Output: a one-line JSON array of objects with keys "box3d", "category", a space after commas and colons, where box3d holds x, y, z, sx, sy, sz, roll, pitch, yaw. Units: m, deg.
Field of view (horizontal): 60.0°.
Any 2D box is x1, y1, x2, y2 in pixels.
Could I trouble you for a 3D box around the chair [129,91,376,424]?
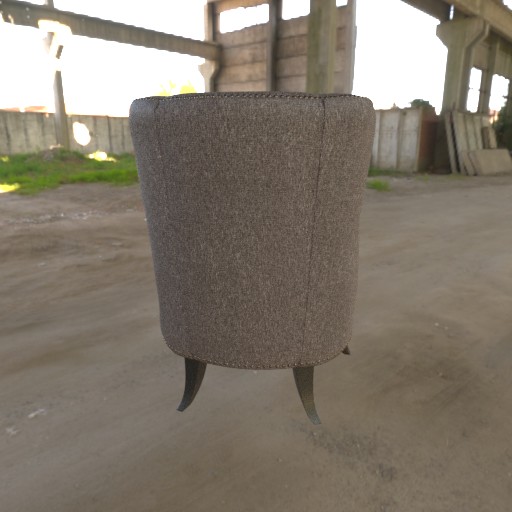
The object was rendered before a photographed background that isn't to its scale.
[{"box3d": [0.000, 0.000, 1.599, 0.759, 1.060, 0.758, 2, 15, 8], "category": "chair"}]
